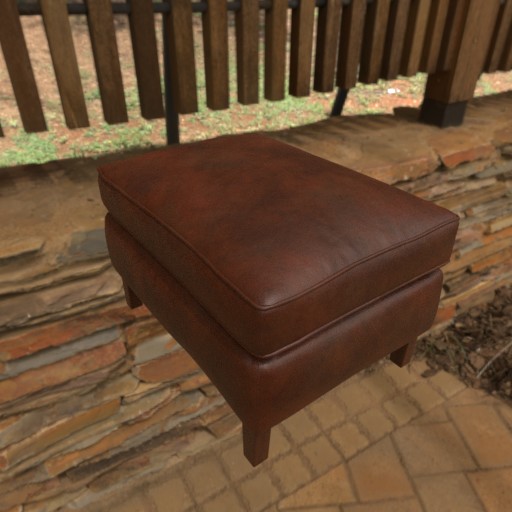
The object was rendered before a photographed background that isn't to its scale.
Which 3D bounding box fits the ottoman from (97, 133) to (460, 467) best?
[{"bbox_3d":[0.000,0.000,0.992,0.501,0.432,0.665,-21,38,-30],"label":"ottoman"}]
